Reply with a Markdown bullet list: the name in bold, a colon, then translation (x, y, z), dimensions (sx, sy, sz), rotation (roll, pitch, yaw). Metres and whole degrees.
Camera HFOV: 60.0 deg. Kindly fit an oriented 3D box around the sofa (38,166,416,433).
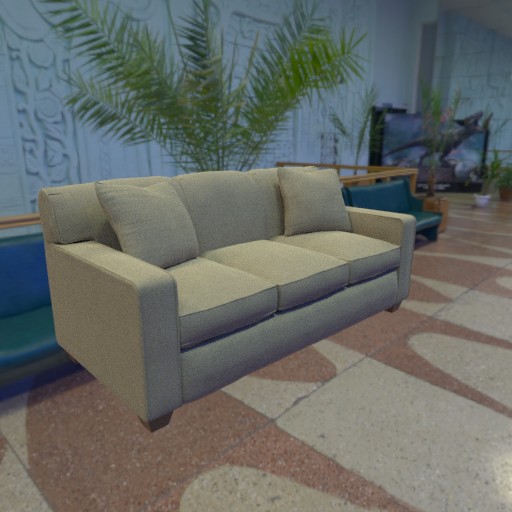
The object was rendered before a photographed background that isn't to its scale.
- **sofa**: translation (0.000, 0.000, 2.578), dimensions (2.024, 0.958, 0.997), rotation (-14, 20, -41)
